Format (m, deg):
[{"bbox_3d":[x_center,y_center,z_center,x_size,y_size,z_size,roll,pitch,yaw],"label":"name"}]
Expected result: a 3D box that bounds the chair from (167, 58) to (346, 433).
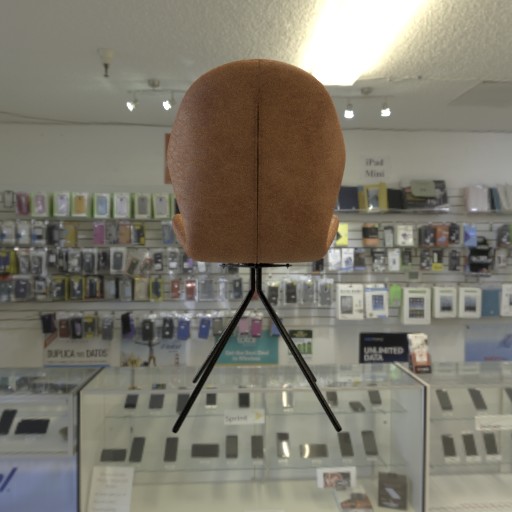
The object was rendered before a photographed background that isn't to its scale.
[{"bbox_3d":[0.000,0.000,1.336,0.527,0.929,0.640,0,1,-1],"label":"chair"}]
